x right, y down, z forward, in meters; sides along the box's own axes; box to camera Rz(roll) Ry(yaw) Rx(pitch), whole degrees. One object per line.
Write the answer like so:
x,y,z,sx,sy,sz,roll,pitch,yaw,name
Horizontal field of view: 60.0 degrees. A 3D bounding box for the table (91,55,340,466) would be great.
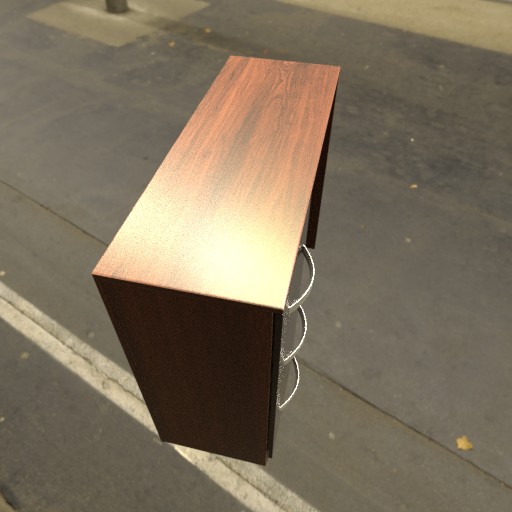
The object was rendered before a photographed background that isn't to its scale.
0.000,0.000,1.348,0.380,0.790,0.930,10,48,9,table
